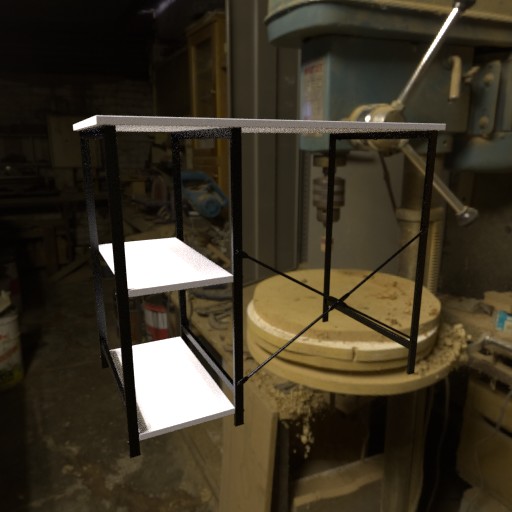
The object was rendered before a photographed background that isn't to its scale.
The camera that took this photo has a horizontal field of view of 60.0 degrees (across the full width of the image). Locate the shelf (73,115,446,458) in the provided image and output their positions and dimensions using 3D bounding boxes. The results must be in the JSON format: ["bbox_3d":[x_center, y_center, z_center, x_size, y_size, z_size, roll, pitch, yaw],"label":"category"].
[{"bbox_3d":[0.000,0.000,1.317,0.902,0.750,0.498,-7,16,-25],"label":"shelf"}]
